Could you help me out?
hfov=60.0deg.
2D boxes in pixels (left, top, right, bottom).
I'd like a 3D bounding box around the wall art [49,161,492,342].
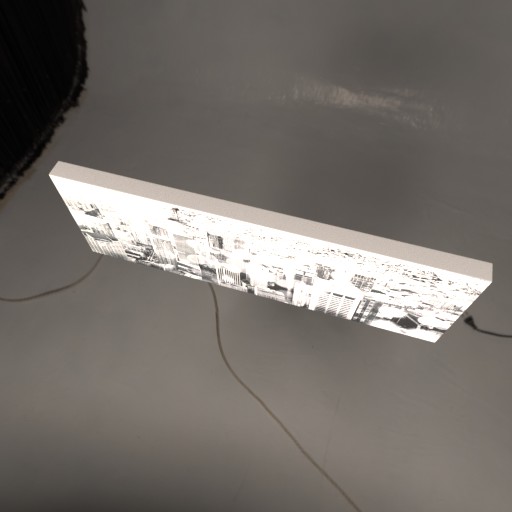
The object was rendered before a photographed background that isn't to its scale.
[{"bbox_3d":[0.000,0.000,0.852,0.763,0.255,0.038,14,59,9],"label":"wall art"}]
